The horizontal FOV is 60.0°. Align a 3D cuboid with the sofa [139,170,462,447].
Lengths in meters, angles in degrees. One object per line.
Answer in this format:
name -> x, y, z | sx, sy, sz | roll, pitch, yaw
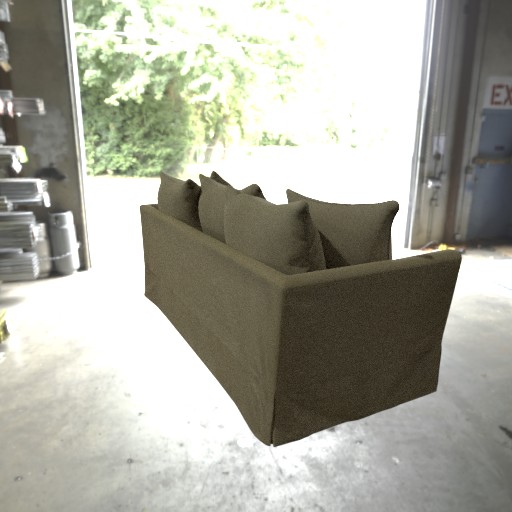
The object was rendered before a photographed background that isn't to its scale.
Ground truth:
sofa -> 0.000, 0.000, 2.859 | 1.031, 1.034, 2.290 | -7, 16, -26
